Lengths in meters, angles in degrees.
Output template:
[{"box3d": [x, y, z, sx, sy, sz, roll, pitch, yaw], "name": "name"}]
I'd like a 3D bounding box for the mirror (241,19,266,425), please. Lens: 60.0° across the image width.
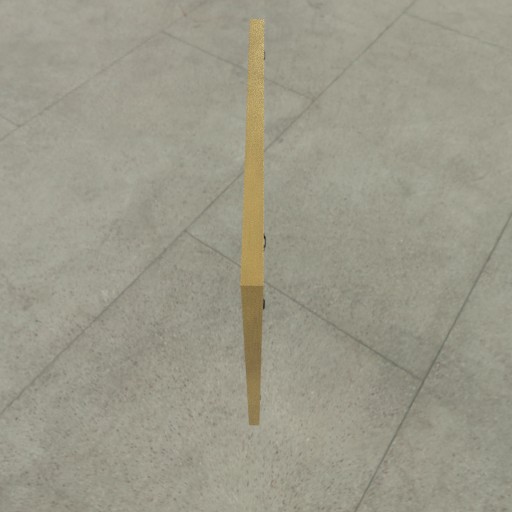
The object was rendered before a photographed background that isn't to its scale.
[{"box3d": [0.000, 0.000, 1.334, 0.041, 1.016, 0.762, 1, 57, 0], "name": "mirror"}]
